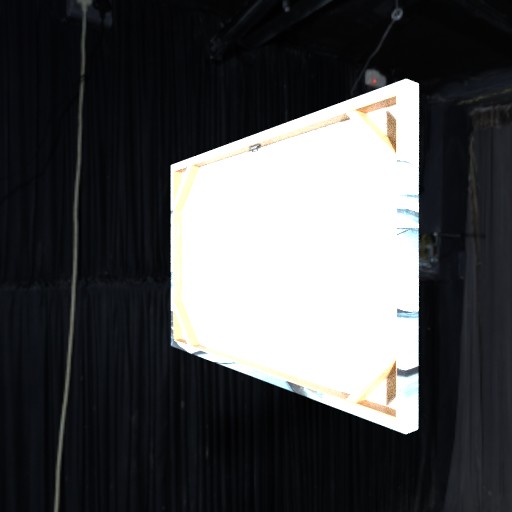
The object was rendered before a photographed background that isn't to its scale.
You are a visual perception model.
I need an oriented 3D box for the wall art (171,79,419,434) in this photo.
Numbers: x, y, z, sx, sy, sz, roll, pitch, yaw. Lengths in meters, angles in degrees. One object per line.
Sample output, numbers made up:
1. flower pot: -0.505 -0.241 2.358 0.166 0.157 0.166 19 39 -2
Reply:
1. wall art: 0.000 0.000 1.136 0.039 0.609 0.914 0 0 -36
